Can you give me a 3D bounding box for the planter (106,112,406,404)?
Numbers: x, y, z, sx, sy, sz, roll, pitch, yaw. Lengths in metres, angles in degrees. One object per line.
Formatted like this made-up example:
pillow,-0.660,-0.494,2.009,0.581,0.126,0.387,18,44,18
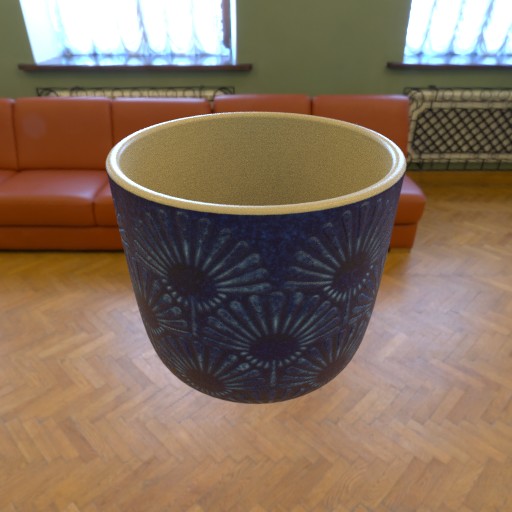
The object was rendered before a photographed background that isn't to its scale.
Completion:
planter,0.000,0.000,0.218,0.124,0.109,0.124,0,32,0
